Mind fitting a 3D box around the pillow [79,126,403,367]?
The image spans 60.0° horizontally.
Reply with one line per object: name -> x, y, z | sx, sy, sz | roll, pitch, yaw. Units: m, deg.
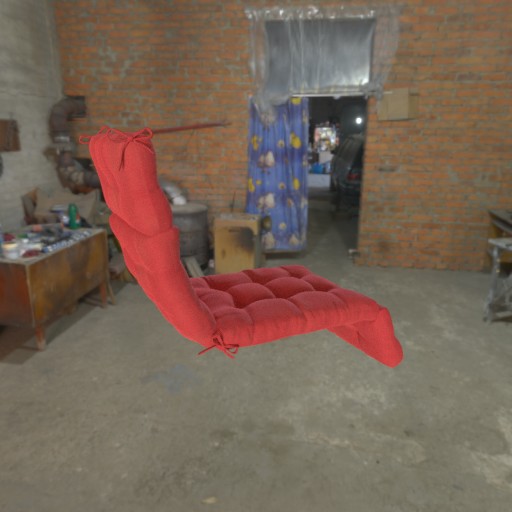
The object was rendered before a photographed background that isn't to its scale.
pillow -> 0.000, 0.000, 1.531 | 1.016, 0.863, 0.526 | -8, 17, -27
